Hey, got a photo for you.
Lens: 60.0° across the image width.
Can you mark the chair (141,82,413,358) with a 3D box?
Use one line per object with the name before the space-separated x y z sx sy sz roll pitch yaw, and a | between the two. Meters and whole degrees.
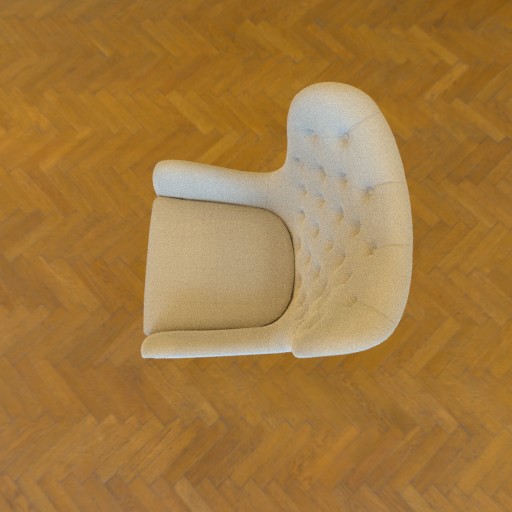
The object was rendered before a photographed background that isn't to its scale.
chair | 0.000 0.000 1.759 0.929 1.079 0.831 0 74 0
